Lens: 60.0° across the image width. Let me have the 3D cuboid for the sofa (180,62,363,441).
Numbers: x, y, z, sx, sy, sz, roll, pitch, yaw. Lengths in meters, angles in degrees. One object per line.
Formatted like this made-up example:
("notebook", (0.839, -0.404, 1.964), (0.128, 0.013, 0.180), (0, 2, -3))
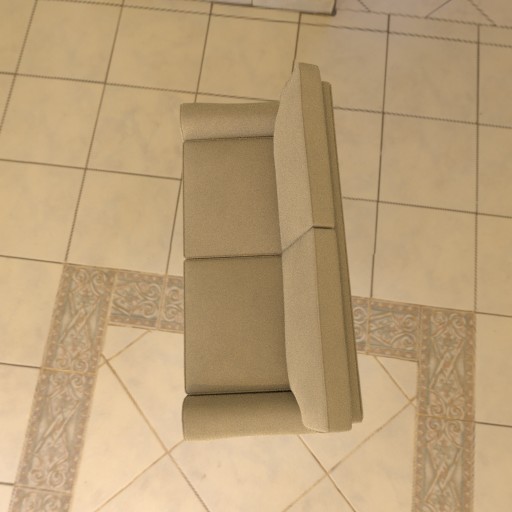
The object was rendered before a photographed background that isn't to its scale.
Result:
("sofa", (0.000, 0.000, 2.374), (0.841, 1.024, 1.823), (-3, 77, -1))
